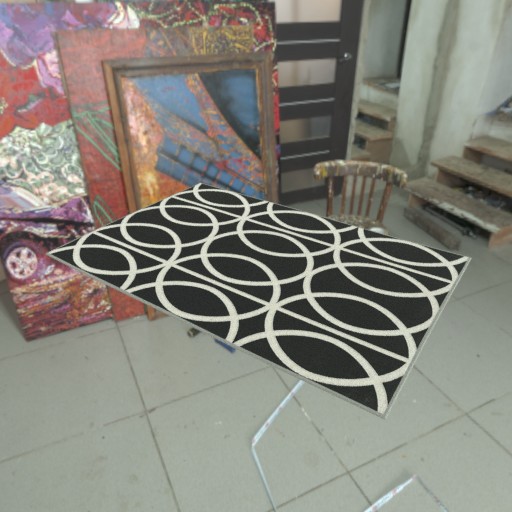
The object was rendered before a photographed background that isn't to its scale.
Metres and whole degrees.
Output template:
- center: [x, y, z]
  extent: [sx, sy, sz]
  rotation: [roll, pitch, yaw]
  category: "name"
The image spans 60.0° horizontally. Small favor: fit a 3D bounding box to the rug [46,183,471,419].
- center: [0.000, 0.000, 2.847]
  extent: [2.290, 0.014, 1.526]
  rotation: [19, 36, 29]
  category: "rug"
